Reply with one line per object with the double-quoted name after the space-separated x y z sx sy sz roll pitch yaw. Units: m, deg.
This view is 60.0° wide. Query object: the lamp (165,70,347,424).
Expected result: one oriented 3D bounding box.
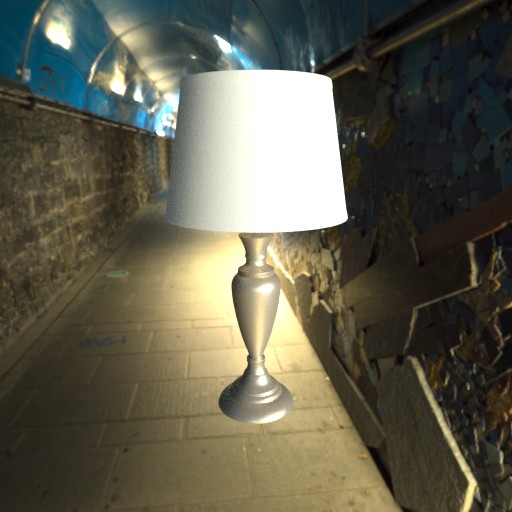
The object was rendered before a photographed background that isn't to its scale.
0.000 0.000 0.830 0.328 0.612 0.328 0 14 0 "lamp"
